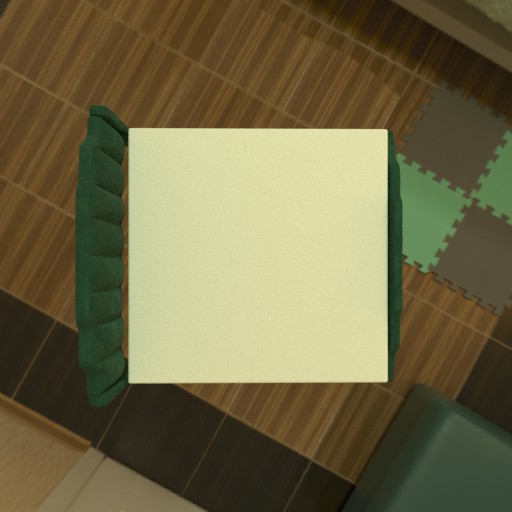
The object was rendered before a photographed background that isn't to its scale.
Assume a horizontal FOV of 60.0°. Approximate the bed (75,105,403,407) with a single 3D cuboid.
[{"bbox_3d":[0.000,0.000,3.462,2.340,1.245,2.074,0,90,-1],"label":"bed"}]
